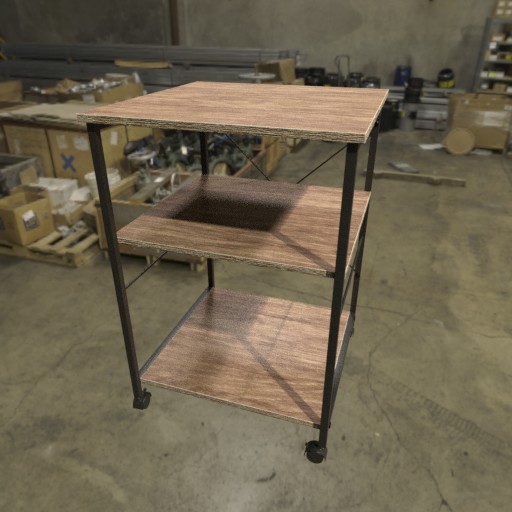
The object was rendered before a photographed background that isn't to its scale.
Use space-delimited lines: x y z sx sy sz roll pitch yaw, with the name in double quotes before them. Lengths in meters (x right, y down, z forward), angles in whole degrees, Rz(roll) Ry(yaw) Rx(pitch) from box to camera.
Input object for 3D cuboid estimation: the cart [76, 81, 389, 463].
"cart" 0.000 0.000 1.132 0.521 0.762 0.520 9 29 16
